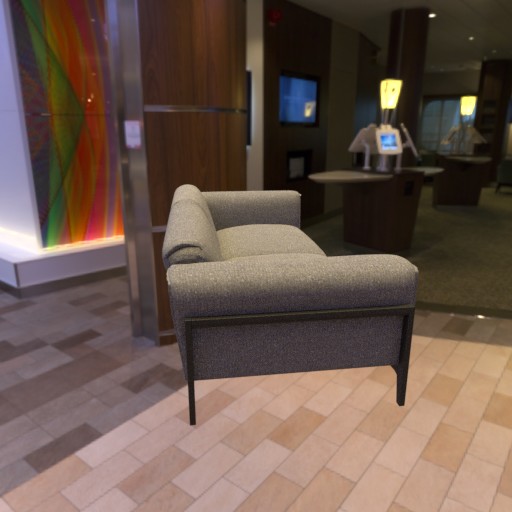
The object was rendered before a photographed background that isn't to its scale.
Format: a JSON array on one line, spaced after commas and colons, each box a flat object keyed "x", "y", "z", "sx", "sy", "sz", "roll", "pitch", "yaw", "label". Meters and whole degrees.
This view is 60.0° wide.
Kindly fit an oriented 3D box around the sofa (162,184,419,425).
[{"x": 0.000, "y": 0.000, "z": 2.650, "sx": 0.985, "sy": 0.703, "sz": 2.125, "roll": -2, "pitch": 17, "yaw": -8, "label": "sofa"}]
